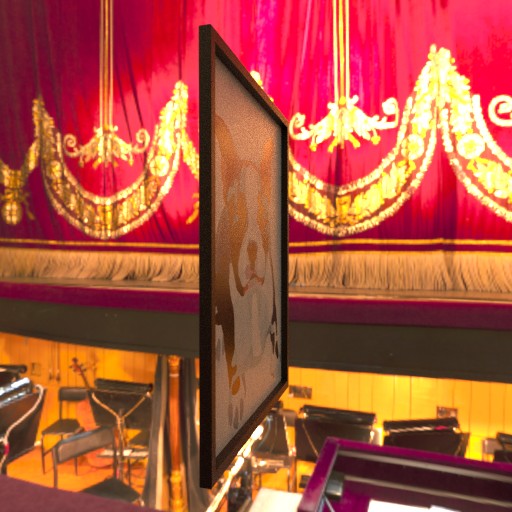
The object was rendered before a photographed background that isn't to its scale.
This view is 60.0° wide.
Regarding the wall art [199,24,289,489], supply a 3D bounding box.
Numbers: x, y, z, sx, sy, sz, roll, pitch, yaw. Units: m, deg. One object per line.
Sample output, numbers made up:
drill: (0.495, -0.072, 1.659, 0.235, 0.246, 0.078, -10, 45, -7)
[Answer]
wall art: (0.000, 0.000, 1.352, 0.030, 1.027, 0.774, 0, 1, 17)
